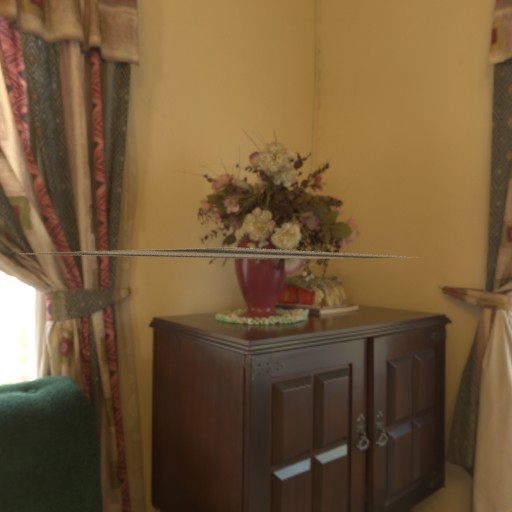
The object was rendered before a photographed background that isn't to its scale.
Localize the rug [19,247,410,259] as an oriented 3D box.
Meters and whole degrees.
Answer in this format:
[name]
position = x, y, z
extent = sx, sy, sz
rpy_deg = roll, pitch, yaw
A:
[rug]
position = 0.000, 0.000, 3.025
extent = 1.519, 0.003, 2.453
rpy_deg = -1, -1, 35
